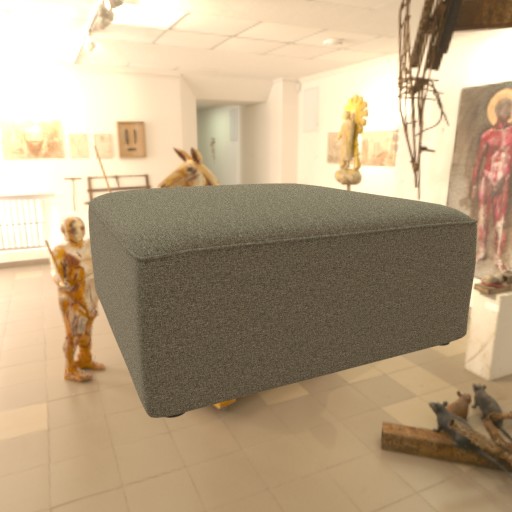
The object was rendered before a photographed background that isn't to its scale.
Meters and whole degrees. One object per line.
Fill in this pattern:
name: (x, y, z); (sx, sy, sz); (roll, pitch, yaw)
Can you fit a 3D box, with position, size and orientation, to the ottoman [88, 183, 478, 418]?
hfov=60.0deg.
ottoman: (0.000, 0.000, 1.565); (1.015, 0.464, 1.005); (-7, 16, -25)
